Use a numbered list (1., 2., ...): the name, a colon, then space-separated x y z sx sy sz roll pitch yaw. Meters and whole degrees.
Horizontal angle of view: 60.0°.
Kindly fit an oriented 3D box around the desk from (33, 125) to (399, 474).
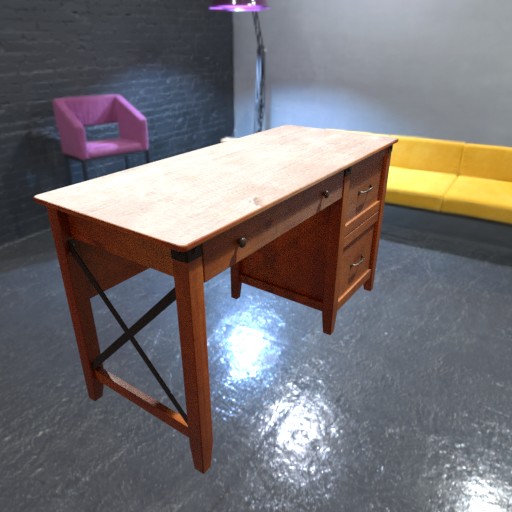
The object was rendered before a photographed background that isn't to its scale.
1. desk: 0.000 0.000 1.742 0.574 0.756 1.353 17 31 31
